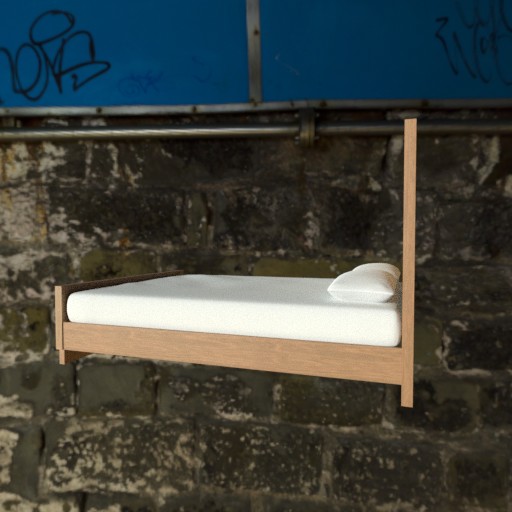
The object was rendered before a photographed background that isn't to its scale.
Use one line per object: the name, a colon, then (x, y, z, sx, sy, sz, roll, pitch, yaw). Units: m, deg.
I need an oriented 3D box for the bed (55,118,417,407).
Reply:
bed: (0.000, 0.000, 3.246, 2.184, 1.387, 1.606, 1, 2, 20)
